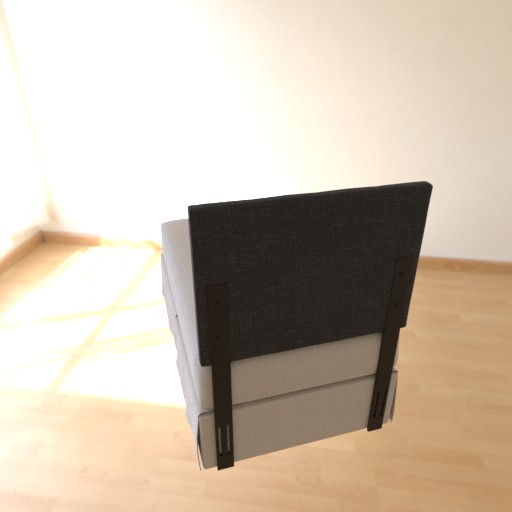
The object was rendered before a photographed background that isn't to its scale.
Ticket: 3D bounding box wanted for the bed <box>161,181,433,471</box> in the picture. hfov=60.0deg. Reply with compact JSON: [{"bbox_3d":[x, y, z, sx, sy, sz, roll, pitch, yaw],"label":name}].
[{"bbox_3d":[0.000,0.000,3.088,1.261,1.571,1.997,-8,29,-15],"label":"bed"}]
